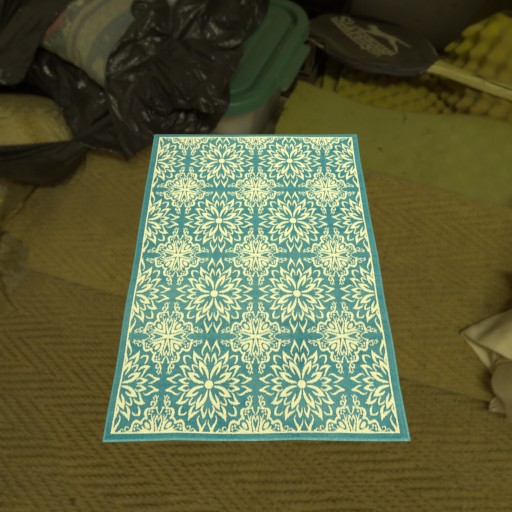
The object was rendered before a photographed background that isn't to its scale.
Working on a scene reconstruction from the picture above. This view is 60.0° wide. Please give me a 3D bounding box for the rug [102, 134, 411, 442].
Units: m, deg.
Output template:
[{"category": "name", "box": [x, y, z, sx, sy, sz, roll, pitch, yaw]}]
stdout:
[{"category": "rug", "box": [0.000, 0.000, 2.817, 1.554, 0.012, 2.205, 0, 58, 0]}]
